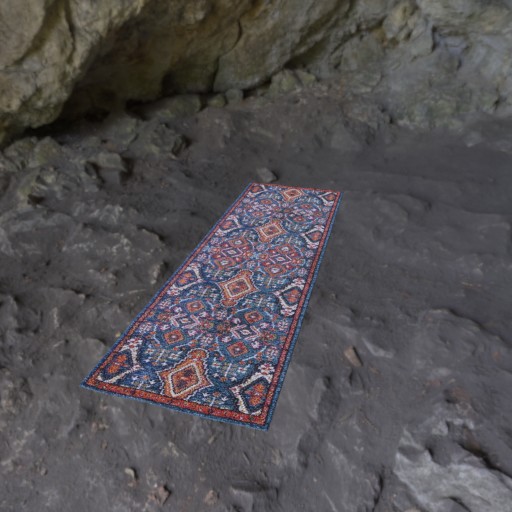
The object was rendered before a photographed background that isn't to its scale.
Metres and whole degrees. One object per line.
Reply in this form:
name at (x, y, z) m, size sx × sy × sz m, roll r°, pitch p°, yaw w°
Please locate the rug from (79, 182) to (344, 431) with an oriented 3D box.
rug at (0.000, 0.000, 2.727) m, size 0.801 × 0.010 × 2.459 m, roll 8°, pitch 31°, yaw 14°
